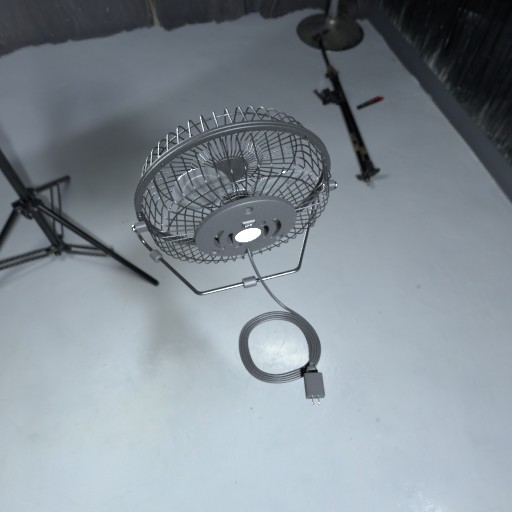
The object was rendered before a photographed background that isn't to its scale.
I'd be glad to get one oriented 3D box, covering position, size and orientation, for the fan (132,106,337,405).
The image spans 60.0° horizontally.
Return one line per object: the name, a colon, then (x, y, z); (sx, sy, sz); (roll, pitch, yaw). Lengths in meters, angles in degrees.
fan: (0.000, 0.000, 0.379); (0.209, 0.188, 0.227); (-13, 58, -8)
